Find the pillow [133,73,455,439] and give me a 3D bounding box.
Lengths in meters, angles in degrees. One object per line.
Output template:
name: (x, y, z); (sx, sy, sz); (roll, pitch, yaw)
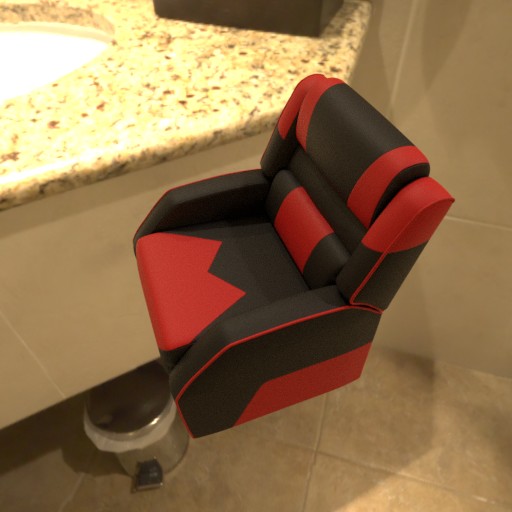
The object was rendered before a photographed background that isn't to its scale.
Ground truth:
pillow: (0.000, 0.000, 1.294); (0.672, 0.805, 0.620); (-16, 49, -14)
